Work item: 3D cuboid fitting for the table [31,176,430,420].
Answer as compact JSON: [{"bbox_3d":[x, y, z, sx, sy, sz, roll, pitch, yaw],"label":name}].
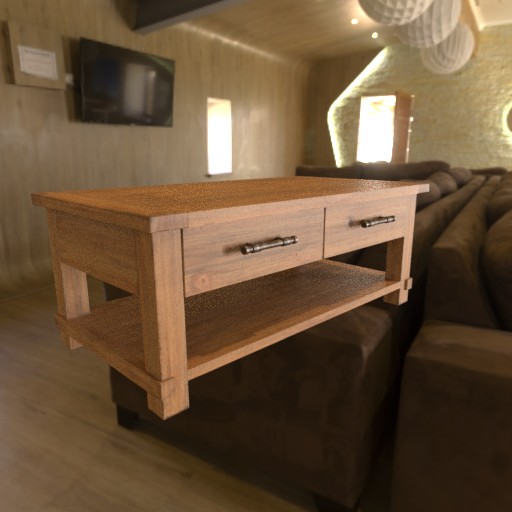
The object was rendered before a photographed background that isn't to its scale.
[{"bbox_3d":[0.000,0.000,1.613,1.270,0.494,0.693,-13,19,-43],"label":"table"}]
